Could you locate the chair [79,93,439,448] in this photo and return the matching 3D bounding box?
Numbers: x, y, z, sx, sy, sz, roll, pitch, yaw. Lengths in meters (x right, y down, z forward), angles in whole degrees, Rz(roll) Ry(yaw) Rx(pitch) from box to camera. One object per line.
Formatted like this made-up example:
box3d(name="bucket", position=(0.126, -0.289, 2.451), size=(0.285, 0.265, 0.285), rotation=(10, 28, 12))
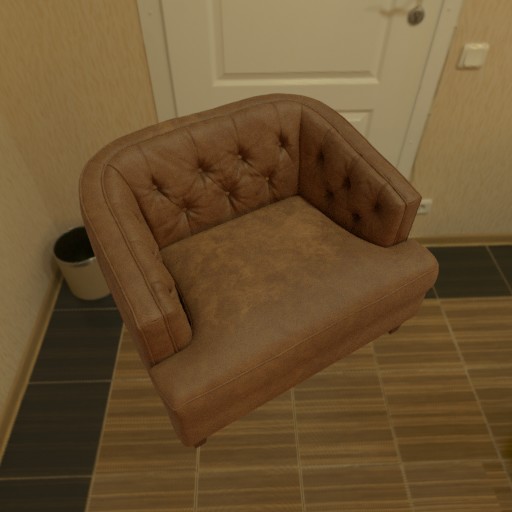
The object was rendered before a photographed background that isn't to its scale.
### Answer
box3d(name="chair", position=(0.000, 0.000, 1.753), size=(1.119, 0.836, 0.911), rotation=(-24, 51, -21))
